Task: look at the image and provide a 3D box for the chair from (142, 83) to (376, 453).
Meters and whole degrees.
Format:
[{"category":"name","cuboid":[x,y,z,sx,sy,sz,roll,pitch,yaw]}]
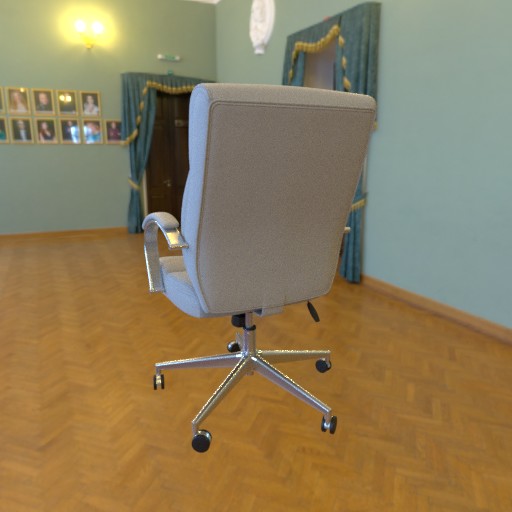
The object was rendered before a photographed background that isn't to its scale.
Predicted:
[{"category":"chair","cuboid":[0.000,0.000,1.622,0.727,1.099,0.745,-7,15,-26]}]
